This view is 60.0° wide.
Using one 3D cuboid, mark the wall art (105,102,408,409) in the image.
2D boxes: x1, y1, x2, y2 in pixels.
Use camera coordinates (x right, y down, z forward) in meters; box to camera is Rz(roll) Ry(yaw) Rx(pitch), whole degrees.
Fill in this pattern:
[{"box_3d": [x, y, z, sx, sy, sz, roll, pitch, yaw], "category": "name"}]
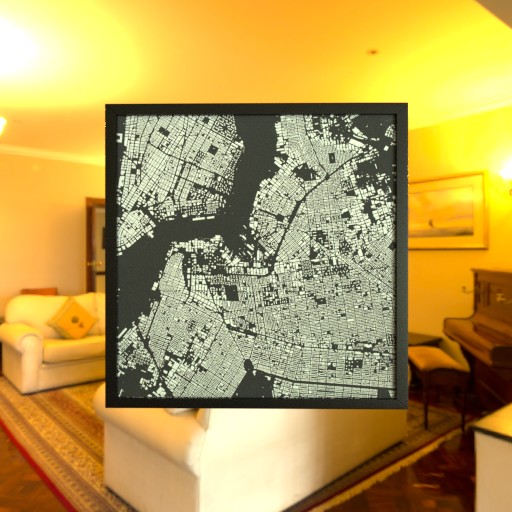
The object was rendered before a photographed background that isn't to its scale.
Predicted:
[{"box_3d": [0.000, 0.000, 1.120, 0.755, 0.761, 0.038, 0, 0, 1], "category": "wall art"}]
